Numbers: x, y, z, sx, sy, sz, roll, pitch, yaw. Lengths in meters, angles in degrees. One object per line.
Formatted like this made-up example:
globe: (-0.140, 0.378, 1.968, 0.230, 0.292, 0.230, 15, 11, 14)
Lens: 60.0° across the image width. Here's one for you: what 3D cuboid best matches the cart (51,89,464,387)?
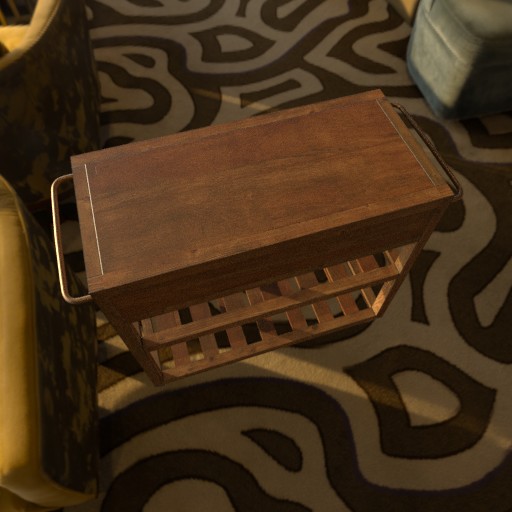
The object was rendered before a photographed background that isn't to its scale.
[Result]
cart: (0.000, 0.000, 1.510, 1.065, 0.830, 0.445, -15, 60, -9)
